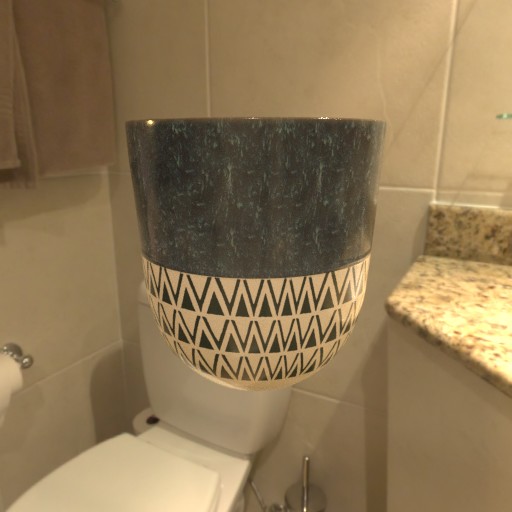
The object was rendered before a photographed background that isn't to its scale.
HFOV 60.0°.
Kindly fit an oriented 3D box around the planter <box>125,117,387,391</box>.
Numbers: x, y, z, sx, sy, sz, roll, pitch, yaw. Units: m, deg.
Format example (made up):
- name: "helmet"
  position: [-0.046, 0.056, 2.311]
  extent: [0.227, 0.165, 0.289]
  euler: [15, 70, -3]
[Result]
- name: "planter"
  position: [0.000, 0.000, 0.370]
  extent: [0.195, 0.214, 0.195]
  euler: [0, 15, 0]
